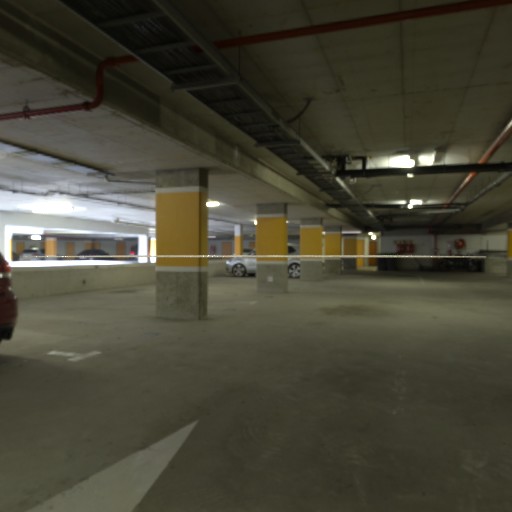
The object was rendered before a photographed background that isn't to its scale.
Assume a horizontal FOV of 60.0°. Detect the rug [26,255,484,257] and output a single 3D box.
[{"bbox_3d":[0.000,0.000,3.945,2.880,0.005,2.391,0,0,1],"label":"rug"}]
